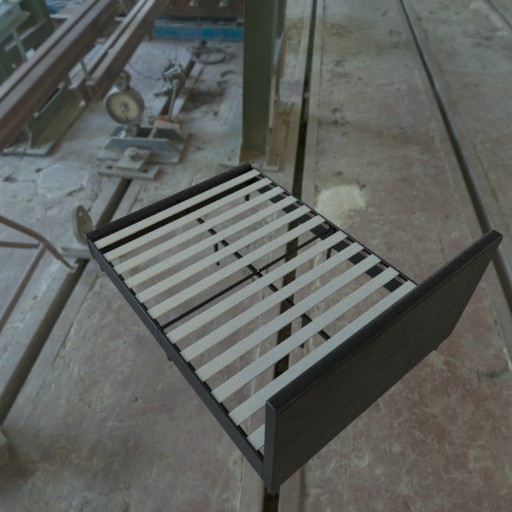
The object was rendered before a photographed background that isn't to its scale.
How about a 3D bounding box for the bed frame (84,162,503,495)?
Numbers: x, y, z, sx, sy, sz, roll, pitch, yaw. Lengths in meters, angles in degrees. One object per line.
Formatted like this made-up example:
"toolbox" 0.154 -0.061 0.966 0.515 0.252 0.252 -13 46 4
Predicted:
"bed frame" 0.000 0.000 3.098 1.634 1.127 2.318 -30 52 -26
